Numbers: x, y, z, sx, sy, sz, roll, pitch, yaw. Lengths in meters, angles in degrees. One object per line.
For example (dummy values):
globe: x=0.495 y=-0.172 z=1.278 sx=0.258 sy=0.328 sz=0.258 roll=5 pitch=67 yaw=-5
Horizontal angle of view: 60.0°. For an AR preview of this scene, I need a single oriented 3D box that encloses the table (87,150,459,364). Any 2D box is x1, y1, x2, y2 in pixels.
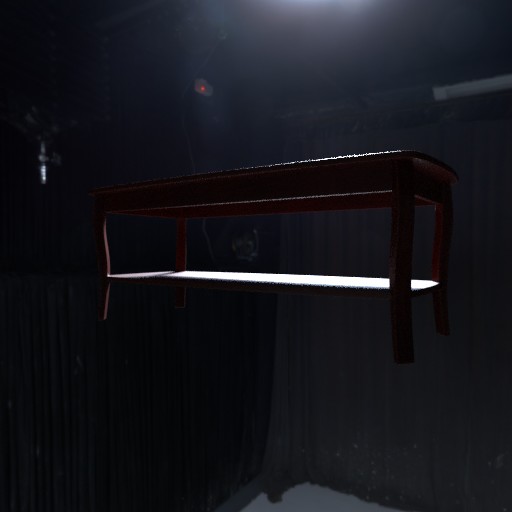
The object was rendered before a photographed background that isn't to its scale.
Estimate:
table: x=0.000 y=0.000 z=1.491 sx=1.216 sy=0.473 sz=0.561 roll=1 pitch=1 yaw=35
